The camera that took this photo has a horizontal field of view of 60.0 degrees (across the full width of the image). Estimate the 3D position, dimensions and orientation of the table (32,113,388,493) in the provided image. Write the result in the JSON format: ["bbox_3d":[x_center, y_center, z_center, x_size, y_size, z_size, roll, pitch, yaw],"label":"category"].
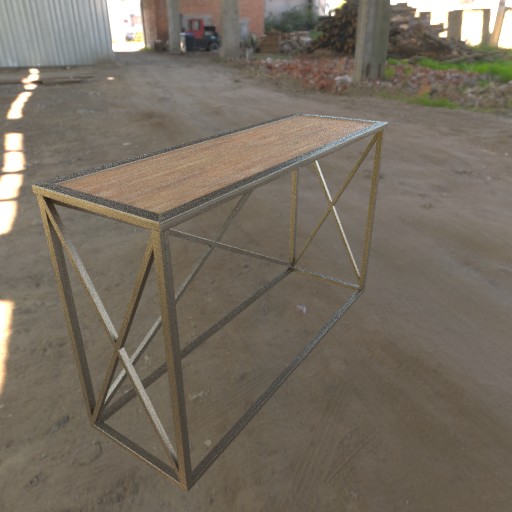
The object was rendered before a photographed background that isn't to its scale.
[{"bbox_3d":[0.000,0.000,1.518,0.402,0.753,1.216,17,31,30],"label":"table"}]
